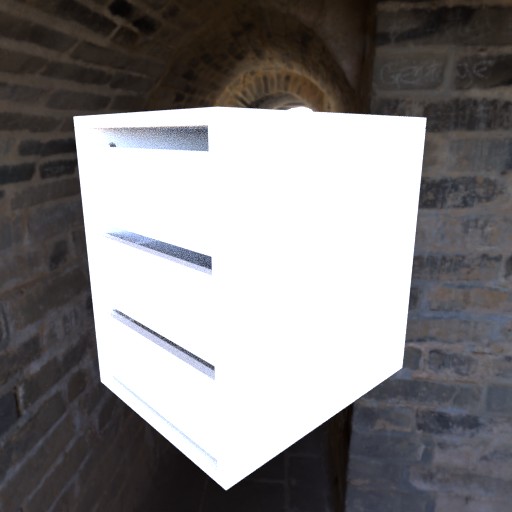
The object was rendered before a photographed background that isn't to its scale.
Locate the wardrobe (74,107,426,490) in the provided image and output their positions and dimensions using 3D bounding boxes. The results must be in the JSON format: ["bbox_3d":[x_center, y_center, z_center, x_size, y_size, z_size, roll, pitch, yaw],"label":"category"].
[{"bbox_3d":[0.000,0.000,0.869,0.500,0.520,0.400,-14,21,-42],"label":"wardrobe"}]
